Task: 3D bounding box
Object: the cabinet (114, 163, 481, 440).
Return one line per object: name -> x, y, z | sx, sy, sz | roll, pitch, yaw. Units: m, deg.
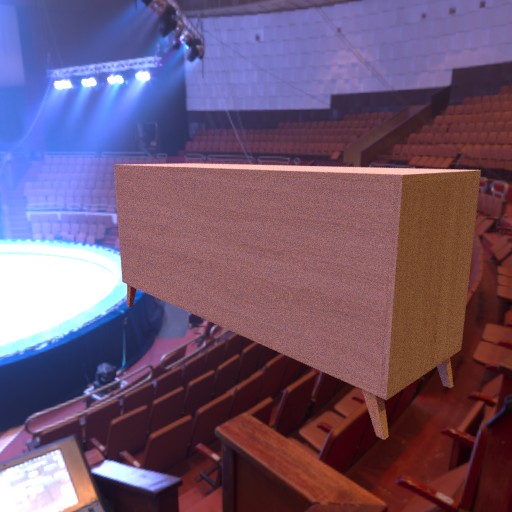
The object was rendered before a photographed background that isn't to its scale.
cabinet -> 0.000, 0.000, 1.976 | 0.500, 0.780, 1.649 | -12, 17, -41
